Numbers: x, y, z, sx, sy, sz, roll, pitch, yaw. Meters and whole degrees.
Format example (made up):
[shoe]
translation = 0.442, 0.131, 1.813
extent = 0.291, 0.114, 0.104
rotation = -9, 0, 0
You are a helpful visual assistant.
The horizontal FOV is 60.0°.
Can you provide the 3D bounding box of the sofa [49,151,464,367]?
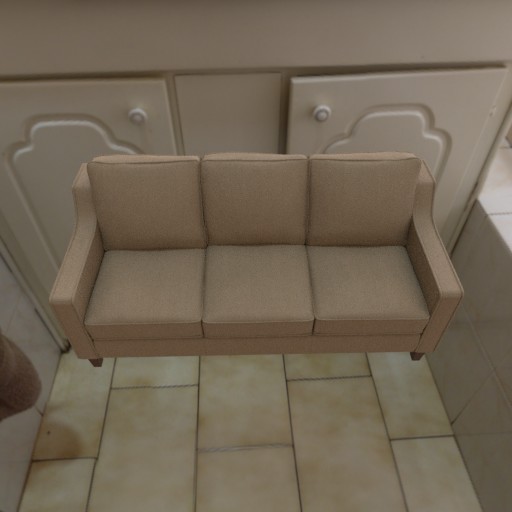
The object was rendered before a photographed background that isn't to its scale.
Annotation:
[sofa]
translation = 0.000, 0.000, 2.517
extent = 1.986, 0.974, 0.911
rotation = -1, 46, -1
